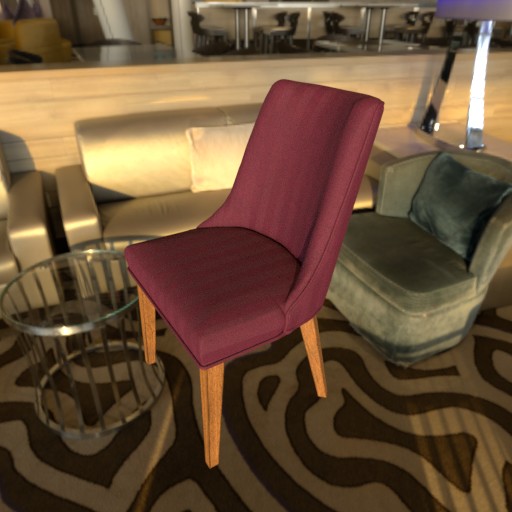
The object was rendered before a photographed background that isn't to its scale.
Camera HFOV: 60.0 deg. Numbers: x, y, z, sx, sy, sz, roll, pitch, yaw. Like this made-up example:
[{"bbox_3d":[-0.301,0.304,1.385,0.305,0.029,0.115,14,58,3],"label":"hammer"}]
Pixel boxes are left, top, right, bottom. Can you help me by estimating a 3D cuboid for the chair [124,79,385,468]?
[{"bbox_3d":[0.000,0.000,1.321,0.638,0.916,0.548,-17,34,-28],"label":"chair"}]
